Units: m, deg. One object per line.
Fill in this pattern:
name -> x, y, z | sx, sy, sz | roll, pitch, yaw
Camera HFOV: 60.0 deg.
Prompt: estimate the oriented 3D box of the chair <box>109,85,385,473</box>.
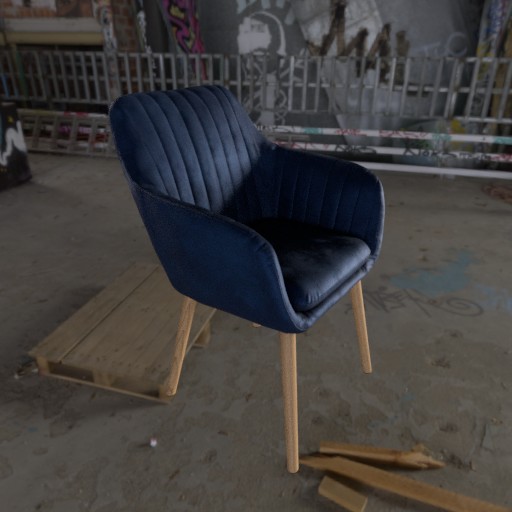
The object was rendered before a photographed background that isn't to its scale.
chair -> 0.000, 0.000, 1.204 | 0.573, 0.826, 0.578 | 18, 31, 32
